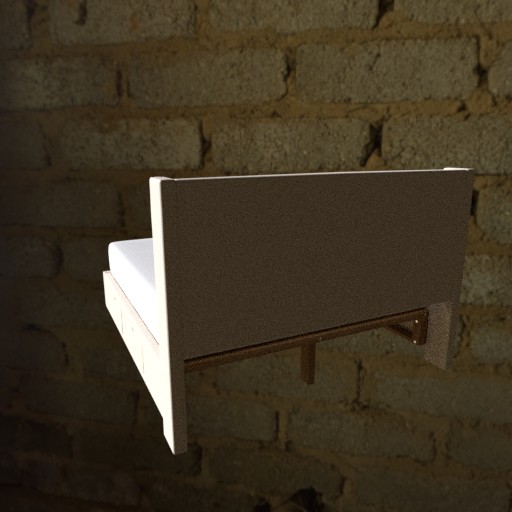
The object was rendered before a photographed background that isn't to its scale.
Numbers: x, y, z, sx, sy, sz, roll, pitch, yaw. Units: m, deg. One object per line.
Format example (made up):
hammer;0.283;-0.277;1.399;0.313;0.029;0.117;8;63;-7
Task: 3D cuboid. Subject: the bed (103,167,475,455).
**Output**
bed;0.000;0.000;3.651;2.145;1.471;2.293;-7;16;-26
